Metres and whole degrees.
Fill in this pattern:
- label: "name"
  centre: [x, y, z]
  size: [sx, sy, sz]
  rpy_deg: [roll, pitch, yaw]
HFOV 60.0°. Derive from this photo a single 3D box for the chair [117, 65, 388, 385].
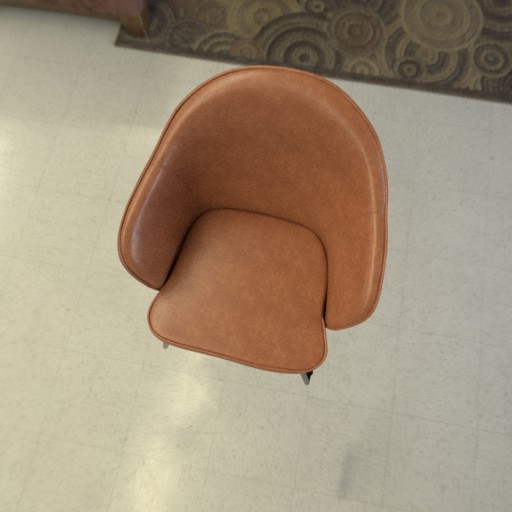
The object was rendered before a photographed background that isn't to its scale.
- label: "chair"
  centre: [0.000, 0.000, 1.184]
  size: [0.582, 0.785, 0.580]
  rpy_deg: [13, 75, 3]
